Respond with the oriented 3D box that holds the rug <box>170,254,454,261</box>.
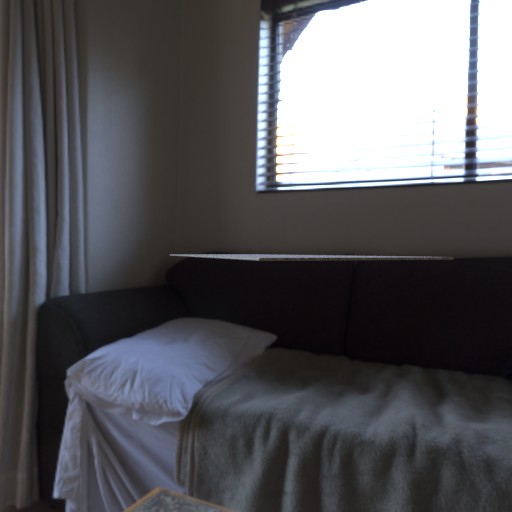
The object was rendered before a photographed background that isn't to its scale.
[{"bbox_3d":[0.000,0.000,2.664,0.750,0.009,2.435,0,0,-18],"label":"rug"}]
